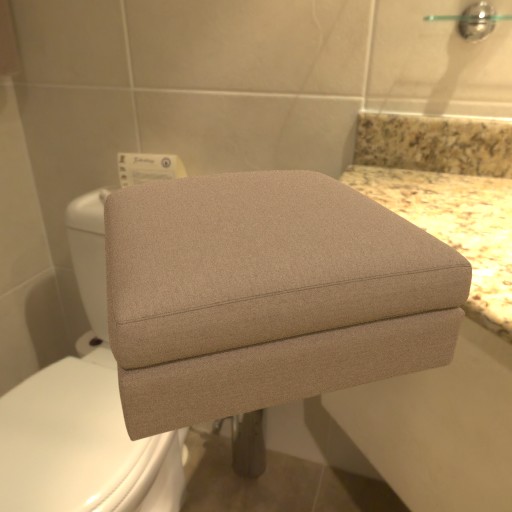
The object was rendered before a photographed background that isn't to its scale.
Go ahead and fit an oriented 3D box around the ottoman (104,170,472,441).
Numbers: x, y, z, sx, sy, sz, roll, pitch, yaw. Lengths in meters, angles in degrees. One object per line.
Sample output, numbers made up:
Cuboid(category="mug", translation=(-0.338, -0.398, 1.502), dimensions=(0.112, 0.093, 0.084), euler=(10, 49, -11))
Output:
Cuboid(category="ottoman", translation=(0.000, 0.000, 1.628), dimensions=(1.041, 0.470, 1.041), euler=(-8, 27, -16))
